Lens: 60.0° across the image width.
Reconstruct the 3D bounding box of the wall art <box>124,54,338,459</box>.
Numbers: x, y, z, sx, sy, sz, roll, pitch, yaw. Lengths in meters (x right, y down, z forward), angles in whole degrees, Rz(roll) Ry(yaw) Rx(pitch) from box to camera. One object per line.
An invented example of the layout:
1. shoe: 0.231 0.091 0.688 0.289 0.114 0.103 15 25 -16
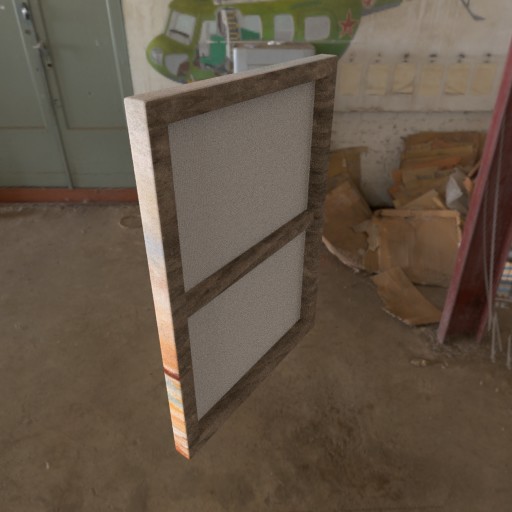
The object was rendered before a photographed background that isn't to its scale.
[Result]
1. wall art: 0.000 0.000 0.777 0.035 0.605 0.443 20 37 30
